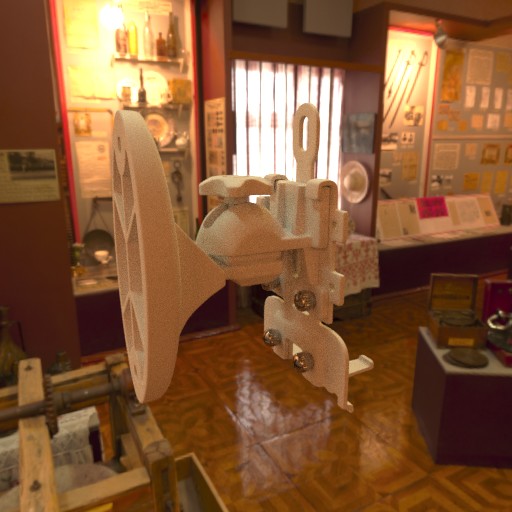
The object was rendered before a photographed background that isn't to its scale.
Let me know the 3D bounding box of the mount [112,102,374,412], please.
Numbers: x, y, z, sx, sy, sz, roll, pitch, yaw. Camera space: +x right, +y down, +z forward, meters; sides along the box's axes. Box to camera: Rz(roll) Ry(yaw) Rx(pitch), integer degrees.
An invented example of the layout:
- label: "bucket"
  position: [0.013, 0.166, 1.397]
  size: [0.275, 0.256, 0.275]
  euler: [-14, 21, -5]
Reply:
- label: "mount"
  position: [0.000, 0.000, 0.177]
  size: [0.100, 0.118, 0.066]
  euler: [-7, 16, -26]
